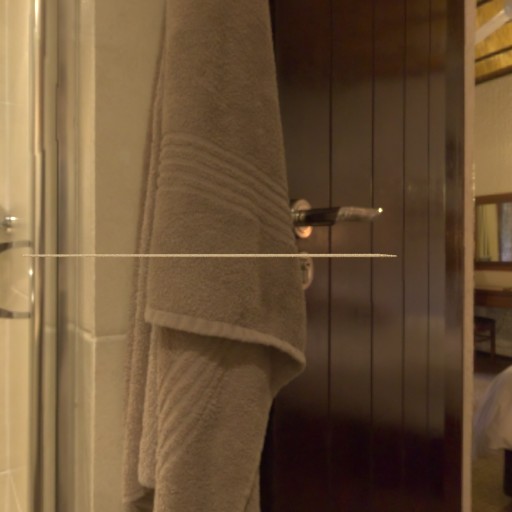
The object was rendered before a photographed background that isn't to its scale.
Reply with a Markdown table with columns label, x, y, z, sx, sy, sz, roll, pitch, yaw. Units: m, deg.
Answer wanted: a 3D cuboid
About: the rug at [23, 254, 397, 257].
| label | x | y | z | sx | sy | sz | roll | pitch | yaw |
| --- | --- | --- | --- | --- | --- | --- | --- | --- | --- |
| rug | 0.000 | 0.000 | 4.008 | 2.353 | 0.014 | 2.945 | 0 | 0 | 19 |
